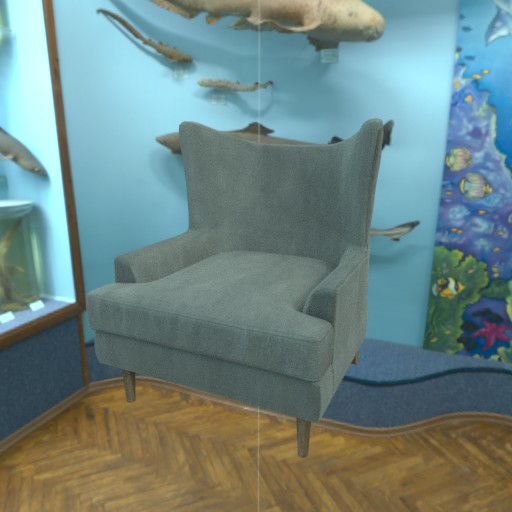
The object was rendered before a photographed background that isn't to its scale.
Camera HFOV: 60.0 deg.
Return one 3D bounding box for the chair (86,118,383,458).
[{"bbox_3d":[0.000,0.000,1.598,0.784,0.950,0.906,7,17,24],"label":"chair"}]
